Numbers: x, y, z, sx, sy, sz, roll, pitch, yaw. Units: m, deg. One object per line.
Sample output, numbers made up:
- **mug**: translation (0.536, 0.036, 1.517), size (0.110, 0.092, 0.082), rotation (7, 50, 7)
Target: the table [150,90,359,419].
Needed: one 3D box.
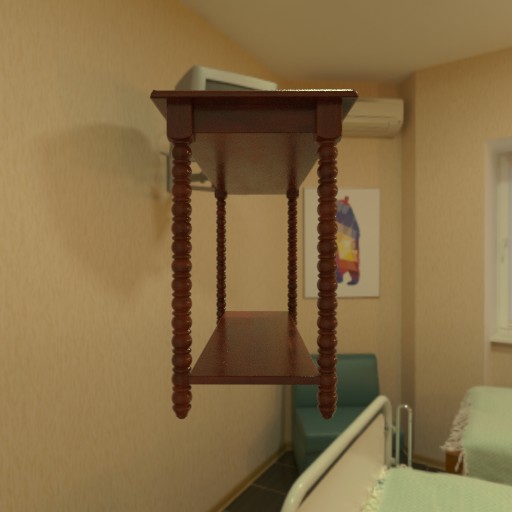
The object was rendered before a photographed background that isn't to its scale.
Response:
- **table**: translation (0.000, 0.000, 1.558), size (0.459, 0.740, 1.184), rotation (0, 1, 0)
